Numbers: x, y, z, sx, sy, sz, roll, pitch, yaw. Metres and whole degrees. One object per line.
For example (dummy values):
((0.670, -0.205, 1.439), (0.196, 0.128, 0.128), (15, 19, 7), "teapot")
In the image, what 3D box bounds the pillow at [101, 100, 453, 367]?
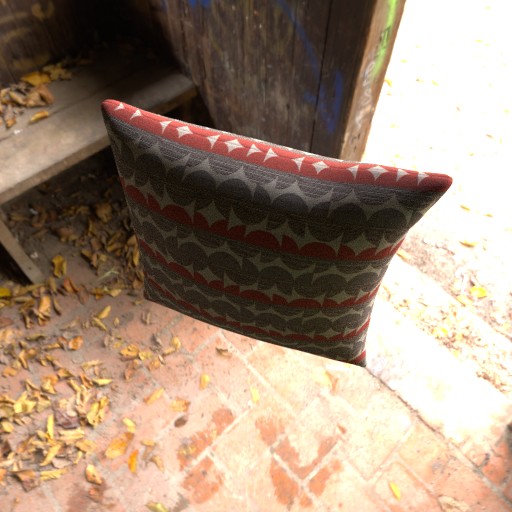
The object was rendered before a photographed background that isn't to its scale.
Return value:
((0.000, 0.000, 0.649), (0.420, 0.410, 0.180), (15, 58, 10), "pillow")
